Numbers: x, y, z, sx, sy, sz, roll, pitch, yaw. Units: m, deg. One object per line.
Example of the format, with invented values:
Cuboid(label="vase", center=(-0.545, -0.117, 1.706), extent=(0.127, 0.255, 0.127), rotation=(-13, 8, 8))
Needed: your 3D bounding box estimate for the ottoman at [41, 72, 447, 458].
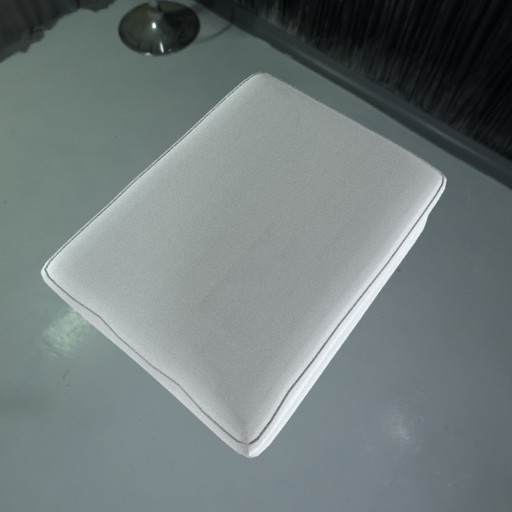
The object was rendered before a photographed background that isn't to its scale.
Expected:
Cuboid(label="ottoman", center=(0.000, 0.000, 1.200), extent=(0.634, 0.479, 0.818), rotation=(35, 69, 16))
